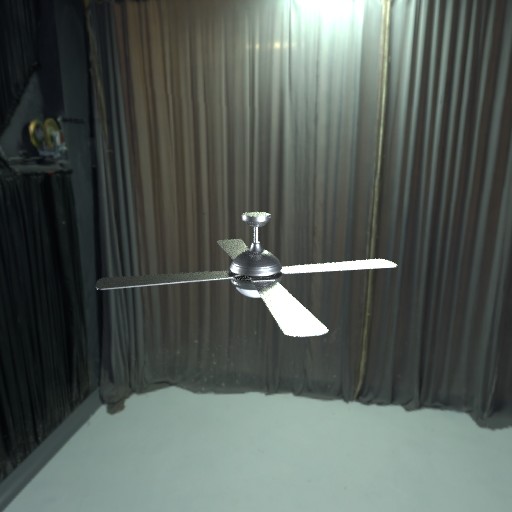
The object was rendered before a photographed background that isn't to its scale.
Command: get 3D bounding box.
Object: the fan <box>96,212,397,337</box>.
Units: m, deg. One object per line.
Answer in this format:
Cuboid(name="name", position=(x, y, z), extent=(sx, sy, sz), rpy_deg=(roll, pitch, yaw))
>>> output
Cuboid(name="fan", position=(0.000, 0.000, 2.004), extent=(1.321, 0.381, 1.321), rpy_deg=(2, 15, 6))
